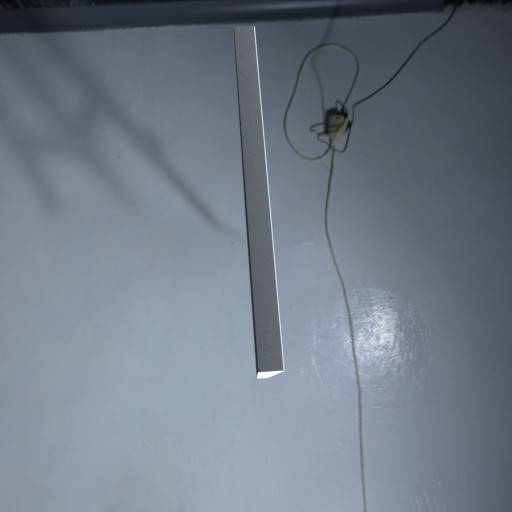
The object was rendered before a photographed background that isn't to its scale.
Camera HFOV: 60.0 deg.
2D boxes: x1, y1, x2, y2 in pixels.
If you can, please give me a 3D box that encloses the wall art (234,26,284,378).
[{"bbox_3d":[0.000,0.000,1.165,0.039,0.915,0.612,-4,74,-1],"label":"wall art"}]
